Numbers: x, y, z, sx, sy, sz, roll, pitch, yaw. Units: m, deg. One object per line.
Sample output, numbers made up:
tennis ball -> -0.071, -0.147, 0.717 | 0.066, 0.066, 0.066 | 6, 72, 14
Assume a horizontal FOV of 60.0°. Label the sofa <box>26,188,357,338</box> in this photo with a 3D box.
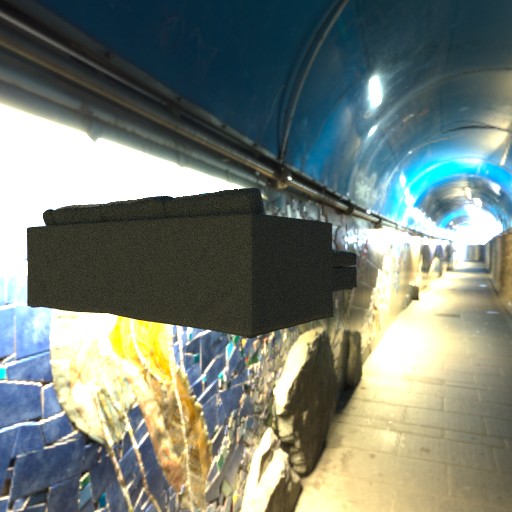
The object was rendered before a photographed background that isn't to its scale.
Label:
sofa -> 0.000, 0.000, 4.518 | 2.427, 0.882, 3.460 | 0, 1, 36
